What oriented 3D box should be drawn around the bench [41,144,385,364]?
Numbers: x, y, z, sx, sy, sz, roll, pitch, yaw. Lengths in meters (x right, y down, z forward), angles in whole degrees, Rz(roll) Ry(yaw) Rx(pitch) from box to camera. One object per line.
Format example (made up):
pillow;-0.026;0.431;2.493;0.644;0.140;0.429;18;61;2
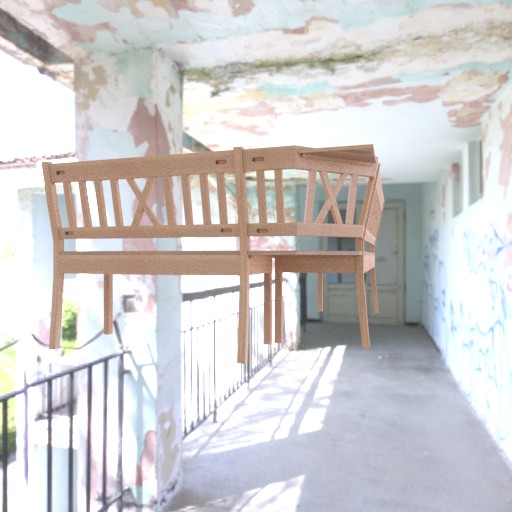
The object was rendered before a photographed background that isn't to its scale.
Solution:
bench;0.000;0.000;2.802;1.537;0.902;1.937;0;0;17
